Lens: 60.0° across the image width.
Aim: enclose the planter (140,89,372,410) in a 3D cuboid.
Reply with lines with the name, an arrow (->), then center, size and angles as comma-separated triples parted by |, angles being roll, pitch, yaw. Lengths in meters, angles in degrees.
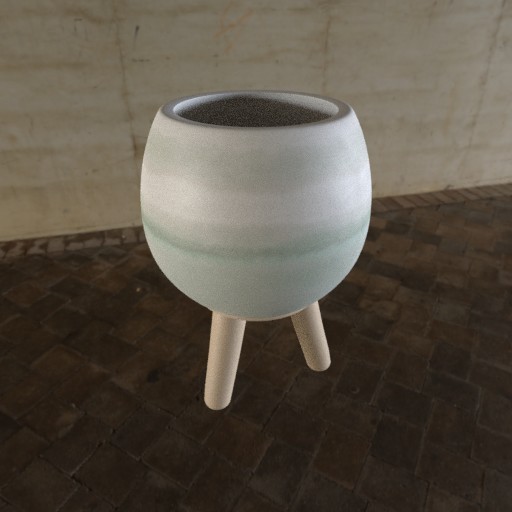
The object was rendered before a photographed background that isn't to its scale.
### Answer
planter -> 0.000, 0.000, 0.342 | 0.161, 0.224, 0.161 | 0, 30, 0
